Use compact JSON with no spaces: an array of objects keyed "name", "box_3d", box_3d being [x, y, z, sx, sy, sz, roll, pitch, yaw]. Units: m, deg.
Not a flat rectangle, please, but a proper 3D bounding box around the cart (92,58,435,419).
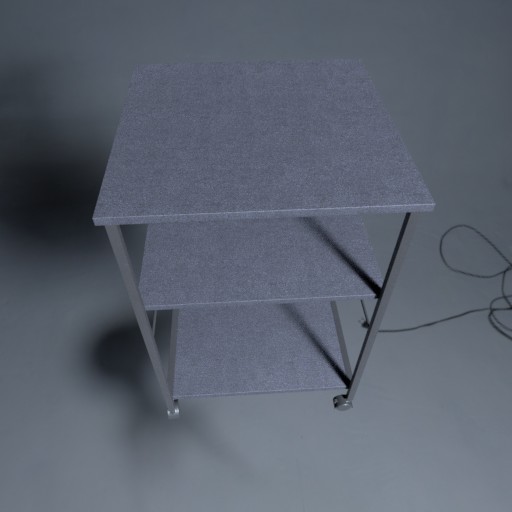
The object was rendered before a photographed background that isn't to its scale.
[{"name":"cart","box_3d":[0.000,0.000,1.126,0.521,0.762,0.520,-3,47,-2]}]
